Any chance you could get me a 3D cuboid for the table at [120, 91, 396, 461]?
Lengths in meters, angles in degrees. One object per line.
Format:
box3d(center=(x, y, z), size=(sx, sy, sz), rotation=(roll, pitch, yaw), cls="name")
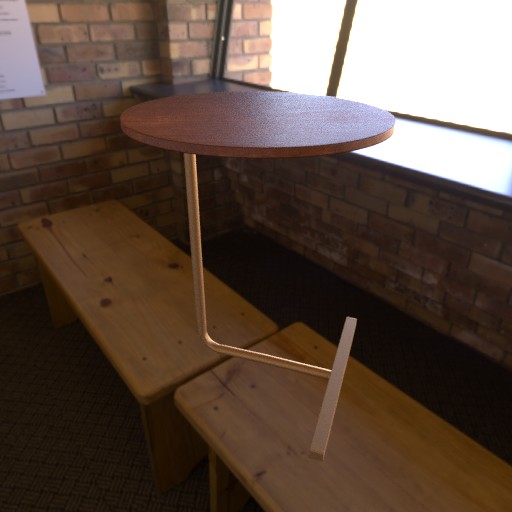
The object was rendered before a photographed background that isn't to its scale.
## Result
box3d(center=(0.000, 0.000, 1.123), size=(0.577, 0.706, 0.530), rotation=(10, 31, 17), cls="table")
